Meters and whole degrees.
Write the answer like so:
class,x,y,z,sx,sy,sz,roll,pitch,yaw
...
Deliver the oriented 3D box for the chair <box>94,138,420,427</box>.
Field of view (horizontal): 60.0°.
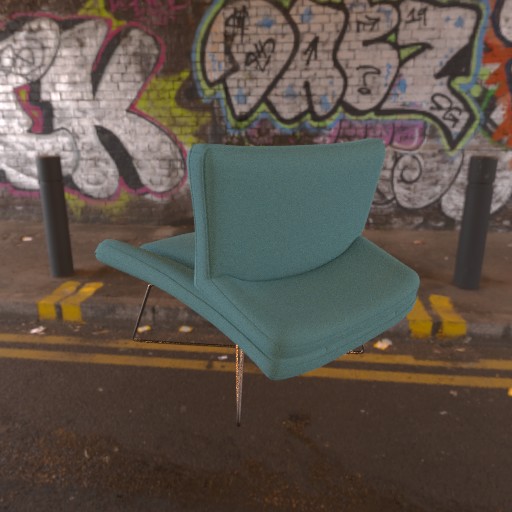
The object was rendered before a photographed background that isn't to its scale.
class,x,y,z,sx,sy,sz,roll,pitch,yaw
chair,0.000,0.000,1.674,0.859,0.855,1.008,-15,22,-41
